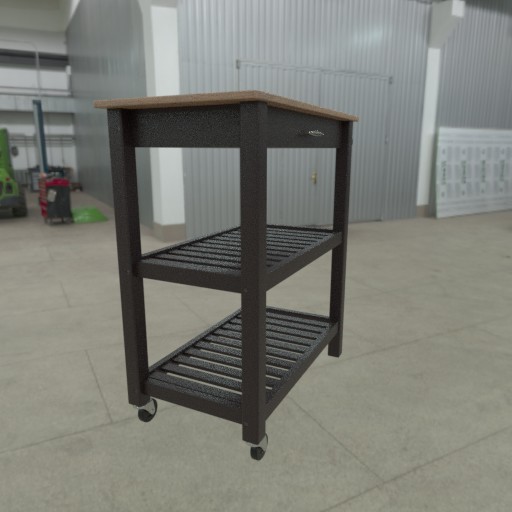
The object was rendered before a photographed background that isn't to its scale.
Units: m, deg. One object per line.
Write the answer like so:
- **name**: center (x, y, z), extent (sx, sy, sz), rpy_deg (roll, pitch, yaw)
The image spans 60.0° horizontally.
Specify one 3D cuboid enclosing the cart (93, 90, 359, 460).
- **cart**: center (0.000, 0.000, 1.488), extent (0.457, 0.927, 0.899), rpy_deg (7, 15, 26)
